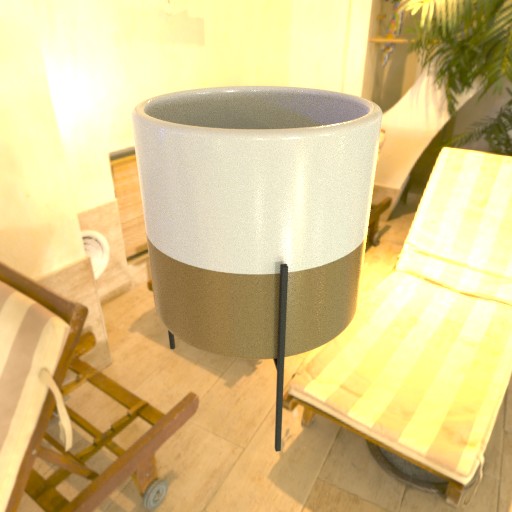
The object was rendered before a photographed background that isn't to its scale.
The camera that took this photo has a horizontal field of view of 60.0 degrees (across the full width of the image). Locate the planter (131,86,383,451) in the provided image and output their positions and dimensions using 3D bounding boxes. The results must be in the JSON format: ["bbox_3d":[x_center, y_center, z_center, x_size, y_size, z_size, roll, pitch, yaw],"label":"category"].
[{"bbox_3d":[0.000,0.000,0.649,0.310,0.432,0.310,18,34,30],"label":"planter"}]
